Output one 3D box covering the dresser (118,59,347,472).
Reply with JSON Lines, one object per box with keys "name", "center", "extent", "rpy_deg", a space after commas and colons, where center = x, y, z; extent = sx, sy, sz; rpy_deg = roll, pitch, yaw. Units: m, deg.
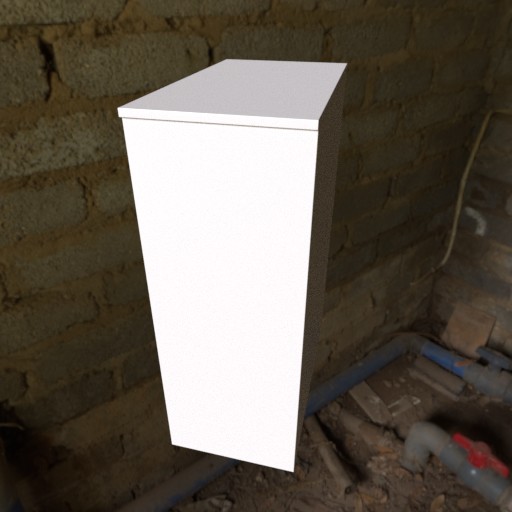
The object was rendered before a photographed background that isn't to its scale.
{"name": "dresser", "center": [0.000, 0.000, 1.367], "extent": [0.401, 1.021, 0.704], "rpy_deg": [7, 32, 12]}
